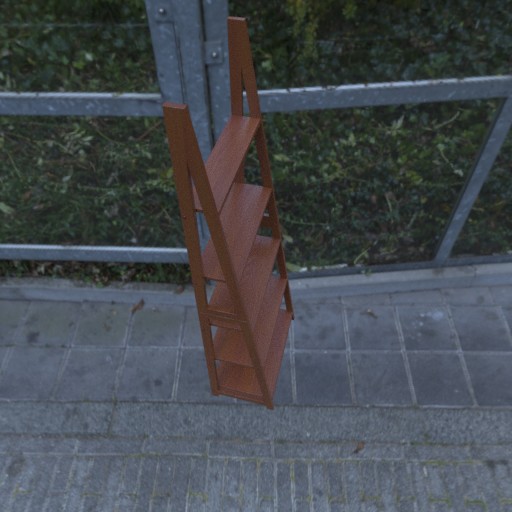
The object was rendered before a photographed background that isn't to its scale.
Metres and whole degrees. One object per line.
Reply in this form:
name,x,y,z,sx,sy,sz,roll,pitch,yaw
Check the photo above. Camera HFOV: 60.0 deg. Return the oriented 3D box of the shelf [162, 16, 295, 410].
shelf,0.000,0.000,2.007,0.356,1.780,0.630,11,49,9
